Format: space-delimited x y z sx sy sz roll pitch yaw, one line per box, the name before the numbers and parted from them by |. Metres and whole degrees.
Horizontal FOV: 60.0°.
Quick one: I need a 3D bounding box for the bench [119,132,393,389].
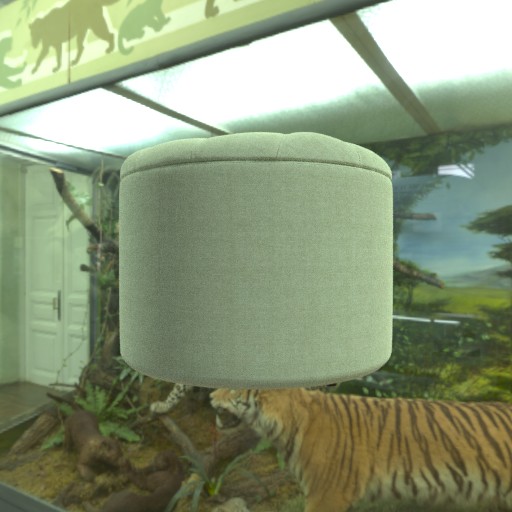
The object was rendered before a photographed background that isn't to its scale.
bench | 0.000 0.000 1.017 0.600 0.453 0.600 0 0 0
